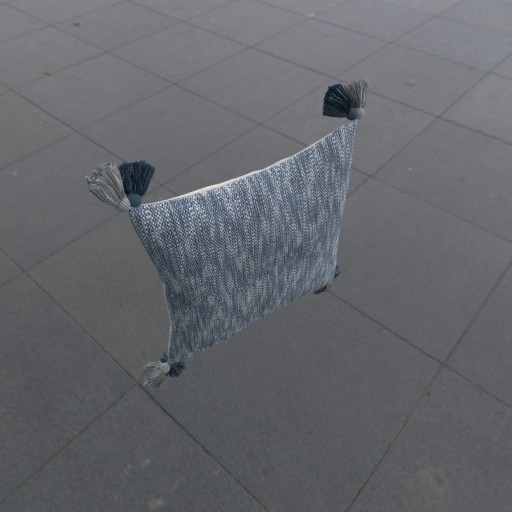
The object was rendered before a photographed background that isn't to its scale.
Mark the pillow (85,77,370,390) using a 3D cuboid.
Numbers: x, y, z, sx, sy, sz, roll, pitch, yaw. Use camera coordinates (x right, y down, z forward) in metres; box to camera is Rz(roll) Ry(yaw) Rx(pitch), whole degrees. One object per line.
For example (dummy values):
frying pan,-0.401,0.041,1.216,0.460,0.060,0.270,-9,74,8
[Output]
pillow,0.000,0.000,0.938,0.614,0.634,0.138,-26,52,-22
